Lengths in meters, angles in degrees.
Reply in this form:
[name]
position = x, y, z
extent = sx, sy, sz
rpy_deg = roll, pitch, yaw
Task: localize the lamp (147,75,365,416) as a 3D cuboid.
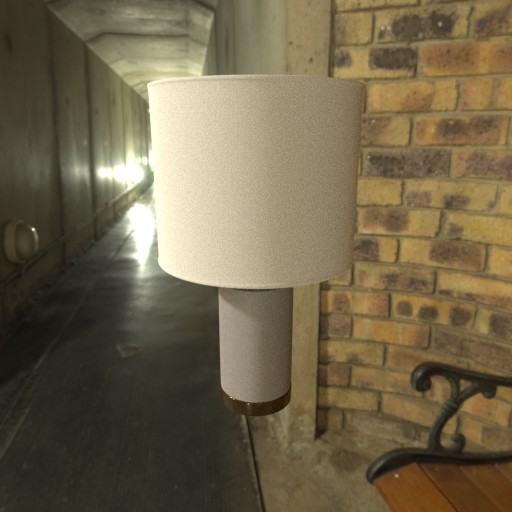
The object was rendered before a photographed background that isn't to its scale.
[lamp]
position = 0.000, 0.000, 0.531
extent = 0.229, 0.380, 0.229
rpy_deg = 0, 16, 0
